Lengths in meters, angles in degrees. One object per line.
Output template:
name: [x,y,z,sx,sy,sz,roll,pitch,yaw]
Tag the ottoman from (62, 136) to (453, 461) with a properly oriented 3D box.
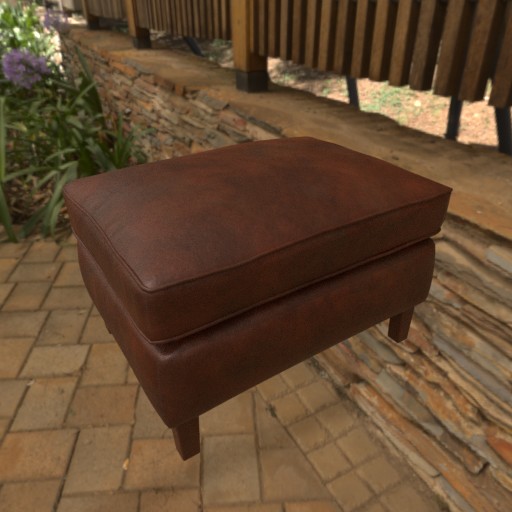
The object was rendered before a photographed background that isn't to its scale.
ottoman: [0.000,0.000,0.967,0.665,0.432,0.501,-19,35,-28]
